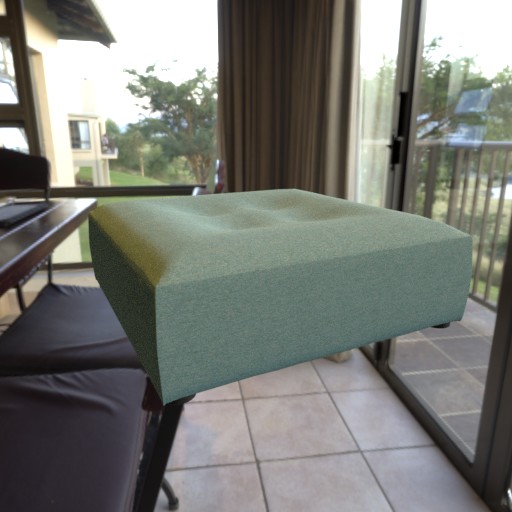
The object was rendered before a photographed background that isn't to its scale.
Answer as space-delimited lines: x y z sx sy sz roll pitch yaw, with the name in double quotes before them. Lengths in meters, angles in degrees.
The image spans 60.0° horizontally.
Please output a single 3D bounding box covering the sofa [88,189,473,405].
"sofa" 0.000 0.000 1.477 0.930 0.330 0.930 -8 18 -26
